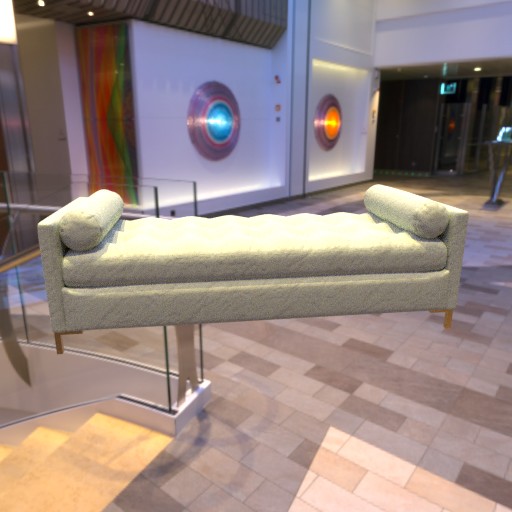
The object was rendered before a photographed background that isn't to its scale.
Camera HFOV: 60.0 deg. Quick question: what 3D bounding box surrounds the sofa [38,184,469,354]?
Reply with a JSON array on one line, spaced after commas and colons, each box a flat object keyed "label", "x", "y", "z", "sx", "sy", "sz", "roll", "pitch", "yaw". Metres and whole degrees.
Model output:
[{"label": "sofa", "x": 0.000, "y": 0.000, "z": 2.545, "sx": 2.102, "sy": 0.705, "sz": 0.796, "roll": -2, "pitch": 16, "yaw": -8}]
